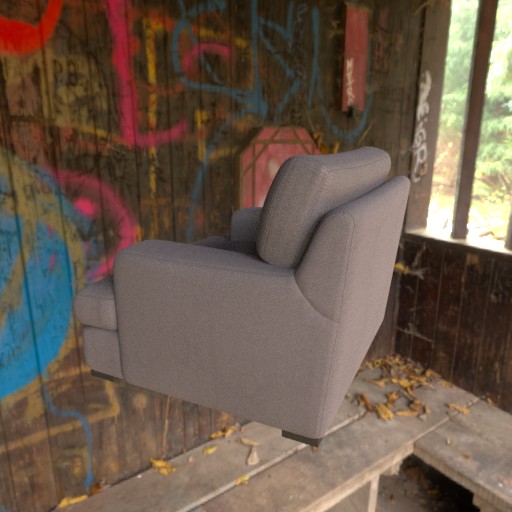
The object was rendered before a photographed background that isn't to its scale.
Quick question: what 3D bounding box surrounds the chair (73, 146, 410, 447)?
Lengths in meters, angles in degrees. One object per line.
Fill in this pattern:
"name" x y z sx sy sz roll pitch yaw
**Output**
"chair" 0.000 0.000 1.985 1.143 0.940 1.168 7 17 25
